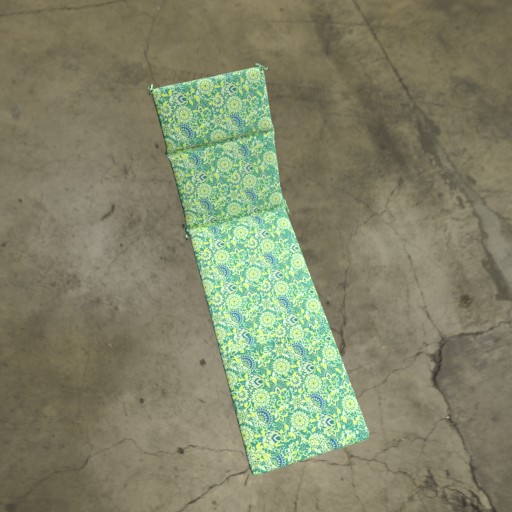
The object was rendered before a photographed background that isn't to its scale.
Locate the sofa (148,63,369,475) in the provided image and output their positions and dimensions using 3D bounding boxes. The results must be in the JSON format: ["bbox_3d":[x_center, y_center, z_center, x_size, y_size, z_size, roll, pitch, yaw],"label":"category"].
[{"bbox_3d":[0.000,0.000,1.937,0.582,0.622,1.663,-15,65,-7],"label":"sofa"}]
